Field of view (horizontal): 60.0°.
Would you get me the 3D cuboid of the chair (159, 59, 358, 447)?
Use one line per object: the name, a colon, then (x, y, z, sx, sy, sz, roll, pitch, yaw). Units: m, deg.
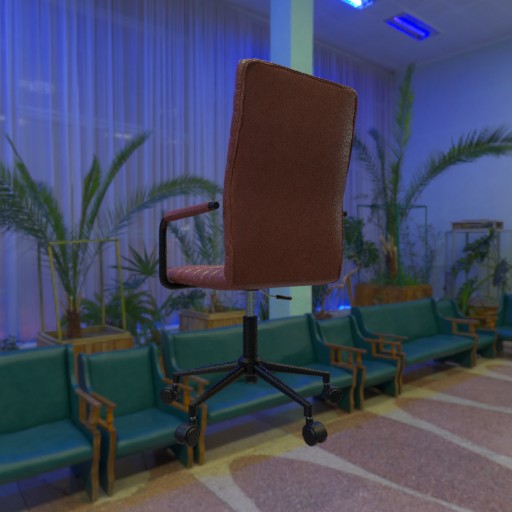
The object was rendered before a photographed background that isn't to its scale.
chair: (0.000, 0.000, 1.363, 0.608, 0.979, 0.580, -1, 1, -36)
